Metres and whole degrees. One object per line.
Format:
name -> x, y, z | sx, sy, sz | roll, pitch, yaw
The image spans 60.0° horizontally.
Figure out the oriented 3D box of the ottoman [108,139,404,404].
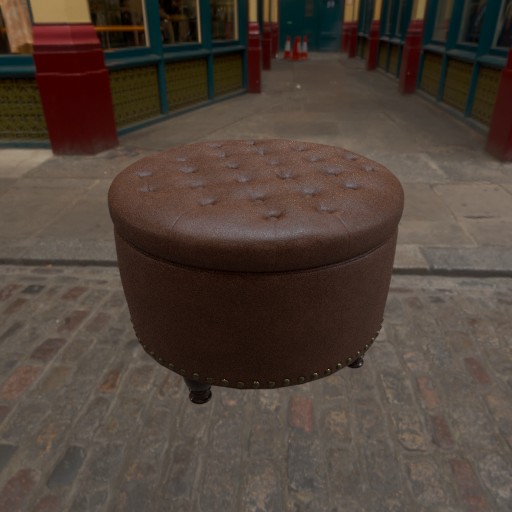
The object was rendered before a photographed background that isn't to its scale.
ottoman -> 0.000, 0.000, 1.076 | 0.637, 0.442, 0.637 | 0, 29, 0
